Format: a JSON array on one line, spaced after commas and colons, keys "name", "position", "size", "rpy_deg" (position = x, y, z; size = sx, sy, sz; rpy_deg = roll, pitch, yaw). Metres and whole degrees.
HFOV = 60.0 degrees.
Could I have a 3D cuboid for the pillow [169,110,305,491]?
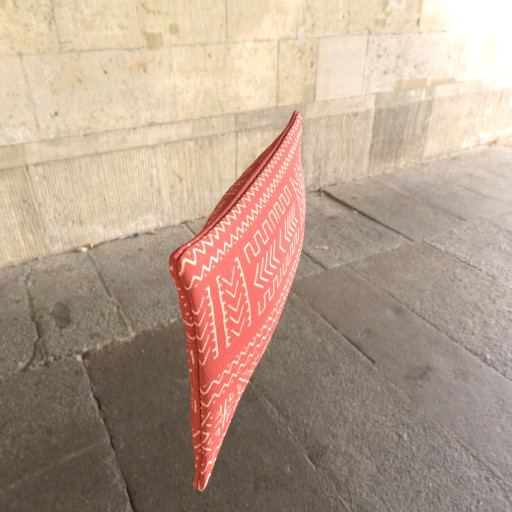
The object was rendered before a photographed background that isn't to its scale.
[{"name": "pillow", "position": [0.000, 0.000, 0.753], "size": [0.130, 0.352, 0.640], "rpy_deg": [8, 31, 13]}]
